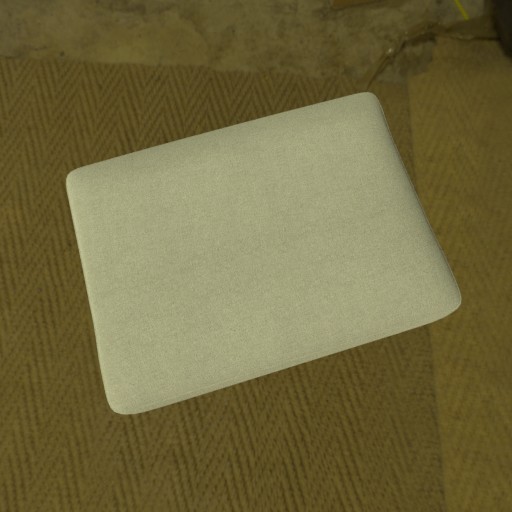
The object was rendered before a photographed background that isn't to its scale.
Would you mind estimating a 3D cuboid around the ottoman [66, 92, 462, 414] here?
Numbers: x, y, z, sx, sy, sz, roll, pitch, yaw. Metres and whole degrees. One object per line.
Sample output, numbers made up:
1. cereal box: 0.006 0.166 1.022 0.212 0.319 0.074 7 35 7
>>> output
1. ottoman: 0.000 0.000 1.084 0.749 0.428 0.549 -16 76 -4
